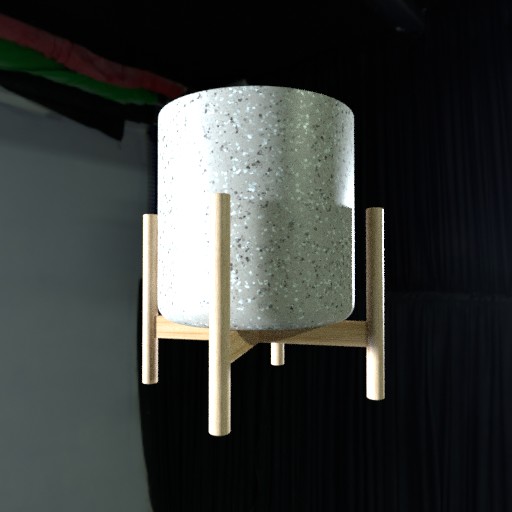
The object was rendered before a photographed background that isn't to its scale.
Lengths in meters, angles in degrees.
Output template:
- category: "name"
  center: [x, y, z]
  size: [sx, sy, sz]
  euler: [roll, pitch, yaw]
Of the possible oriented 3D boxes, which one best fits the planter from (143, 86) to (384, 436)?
- category: "planter"
  center: [0.000, 0.000, 0.700]
  size: [0.360, 0.419, 0.360]
  euler: [-1, -1, 36]
